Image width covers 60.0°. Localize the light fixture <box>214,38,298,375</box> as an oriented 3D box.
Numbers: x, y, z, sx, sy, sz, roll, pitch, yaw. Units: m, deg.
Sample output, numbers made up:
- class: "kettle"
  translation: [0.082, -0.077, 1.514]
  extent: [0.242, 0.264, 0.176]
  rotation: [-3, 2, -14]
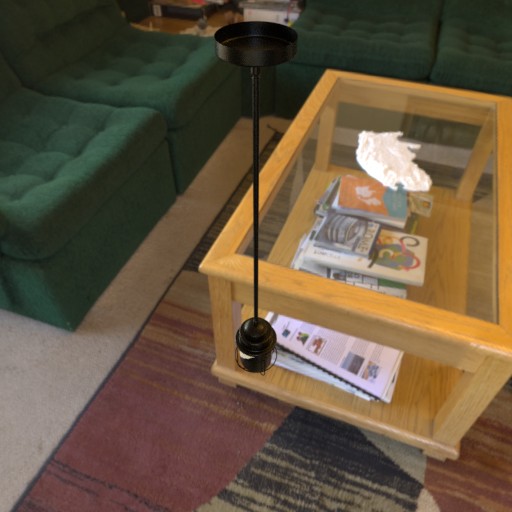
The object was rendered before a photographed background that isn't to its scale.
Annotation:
- class: "light fixture"
  translation: [0.000, 0.000, 0.977]
  extent: [0.123, 0.920, 0.123]
  rotation: [2, 45, 2]
